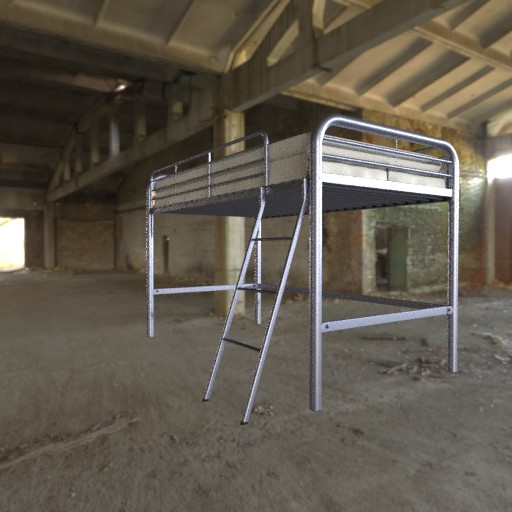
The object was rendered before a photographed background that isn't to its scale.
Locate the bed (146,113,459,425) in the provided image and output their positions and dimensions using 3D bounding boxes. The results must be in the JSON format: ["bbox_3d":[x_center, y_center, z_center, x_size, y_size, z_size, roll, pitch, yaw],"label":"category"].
[{"bbox_3d":[0.000,0.000,2.885,1.415,1.288,1.965,-1,1,-35],"label":"bed"}]
